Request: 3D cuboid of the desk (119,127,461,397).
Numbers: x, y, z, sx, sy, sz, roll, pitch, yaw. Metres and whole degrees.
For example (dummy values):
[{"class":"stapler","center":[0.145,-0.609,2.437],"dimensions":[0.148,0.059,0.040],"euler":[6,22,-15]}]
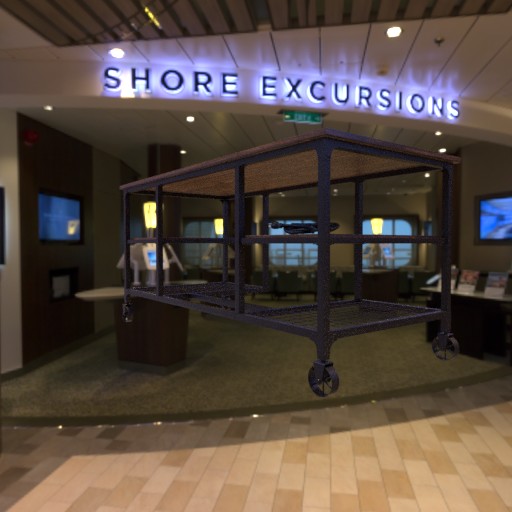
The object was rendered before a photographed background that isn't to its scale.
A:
[{"class":"desk","center":[0.000,0.000,2.048],"dimensions":[0.711,0.751,1.590],"euler":[-1,2,-37]}]
